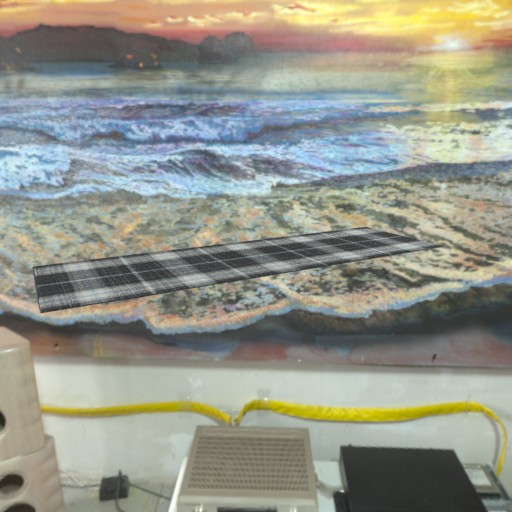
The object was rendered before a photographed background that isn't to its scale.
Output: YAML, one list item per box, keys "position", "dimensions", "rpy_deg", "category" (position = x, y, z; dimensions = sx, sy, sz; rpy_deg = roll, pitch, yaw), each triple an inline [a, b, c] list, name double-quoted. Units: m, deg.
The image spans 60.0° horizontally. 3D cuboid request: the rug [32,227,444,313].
- position: [0.000, 0.000, 2.707]
  dimensions: [2.434, 0.012, 0.760]
  rpy_deg: [-8, 17, -27]
  category: "rug"
